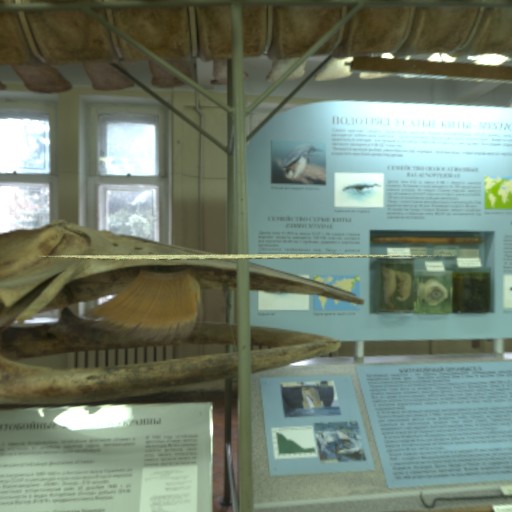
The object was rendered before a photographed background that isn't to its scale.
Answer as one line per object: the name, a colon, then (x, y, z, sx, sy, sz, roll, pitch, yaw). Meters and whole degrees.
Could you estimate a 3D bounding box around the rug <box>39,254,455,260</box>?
rug: (0.000, 0.000, 3.023, 2.438, 0.008, 1.524, 0, 1, -38)
